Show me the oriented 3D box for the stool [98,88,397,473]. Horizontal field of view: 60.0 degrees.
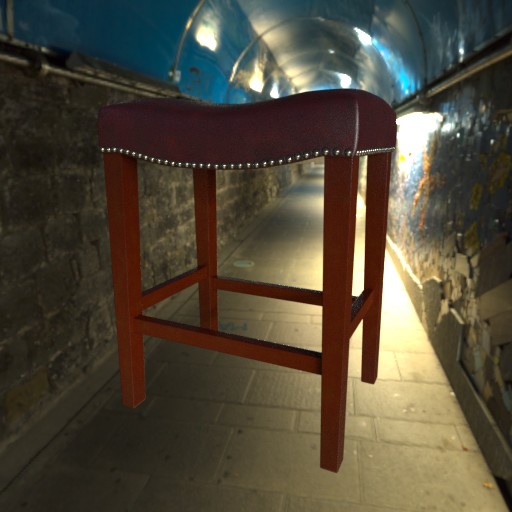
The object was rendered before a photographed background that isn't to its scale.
[{"bbox_3d":[0.000,0.000,0.963,0.504,0.657,0.372,7,16,25],"label":"stool"}]
